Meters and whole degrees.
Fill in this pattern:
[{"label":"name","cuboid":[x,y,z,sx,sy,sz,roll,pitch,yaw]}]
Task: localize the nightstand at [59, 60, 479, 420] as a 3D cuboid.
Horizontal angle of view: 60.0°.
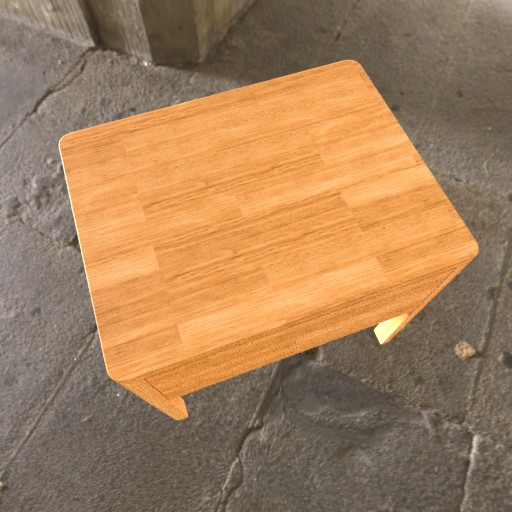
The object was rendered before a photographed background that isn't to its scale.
[{"label":"nightstand","cuboid":[0.000,0.000,0.915,0.560,0.470,0.440,-18,65,-9]}]
